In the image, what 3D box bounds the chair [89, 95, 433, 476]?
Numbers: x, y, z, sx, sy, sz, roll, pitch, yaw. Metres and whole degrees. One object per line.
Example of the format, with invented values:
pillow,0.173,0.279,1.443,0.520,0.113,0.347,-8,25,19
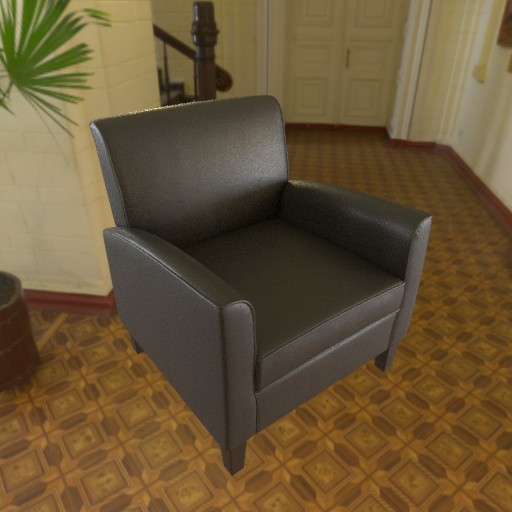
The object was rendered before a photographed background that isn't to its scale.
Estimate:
chair,0.000,0.000,1.547,0.820,0.916,0.819,-21,36,-32
